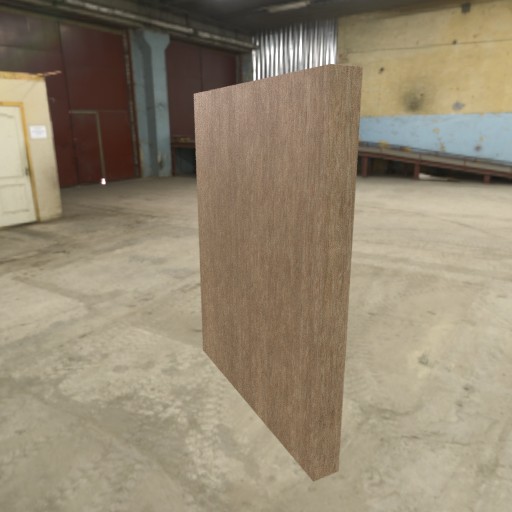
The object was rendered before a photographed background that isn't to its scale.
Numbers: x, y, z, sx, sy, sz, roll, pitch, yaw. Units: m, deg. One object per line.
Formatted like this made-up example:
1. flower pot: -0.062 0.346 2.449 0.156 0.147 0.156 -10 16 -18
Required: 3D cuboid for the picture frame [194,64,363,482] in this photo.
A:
1. picture frame: 0.000 0.000 0.723 0.043 0.526 0.424 -8 17 -26
